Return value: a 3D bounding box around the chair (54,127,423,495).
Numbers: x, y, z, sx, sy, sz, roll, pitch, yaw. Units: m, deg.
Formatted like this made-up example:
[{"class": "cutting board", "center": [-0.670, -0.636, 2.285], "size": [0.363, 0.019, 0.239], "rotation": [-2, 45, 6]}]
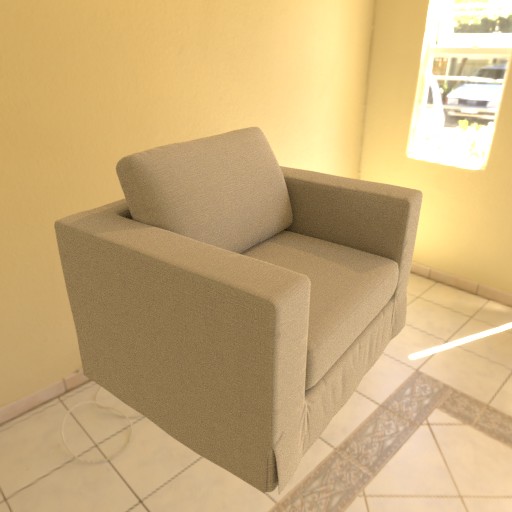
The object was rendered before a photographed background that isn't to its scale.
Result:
[{"class": "chair", "center": [0.000, 0.000, 1.766], "size": [0.957, 0.878, 1.150], "rotation": [17, 30, 32]}]
